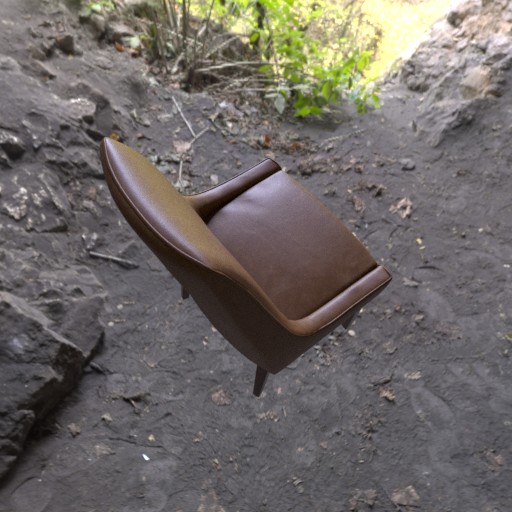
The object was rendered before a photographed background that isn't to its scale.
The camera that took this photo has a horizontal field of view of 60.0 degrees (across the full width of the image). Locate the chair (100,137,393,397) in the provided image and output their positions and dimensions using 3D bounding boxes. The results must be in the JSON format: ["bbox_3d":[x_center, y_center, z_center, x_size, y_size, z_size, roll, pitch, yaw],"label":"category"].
[{"bbox_3d":[0.000,0.000,1.174,0.544,0.861,0.529,-34,66,-18],"label":"chair"}]
